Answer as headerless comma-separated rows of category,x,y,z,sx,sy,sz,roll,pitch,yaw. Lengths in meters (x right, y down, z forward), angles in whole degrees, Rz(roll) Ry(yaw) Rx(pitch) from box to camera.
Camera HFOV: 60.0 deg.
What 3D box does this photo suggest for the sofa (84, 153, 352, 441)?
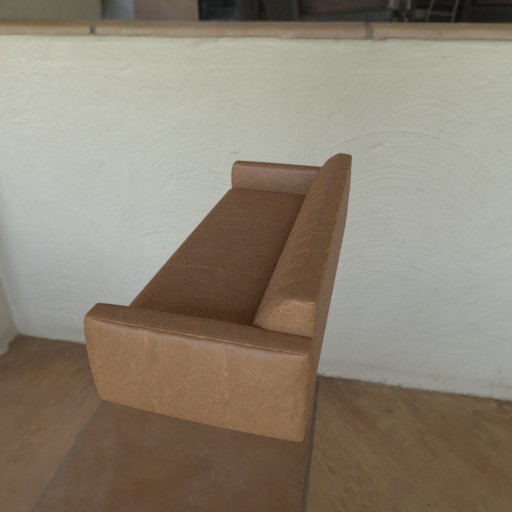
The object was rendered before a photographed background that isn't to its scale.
sofa,0.000,0.000,2.786,0.990,0.821,2.291,7,30,13
